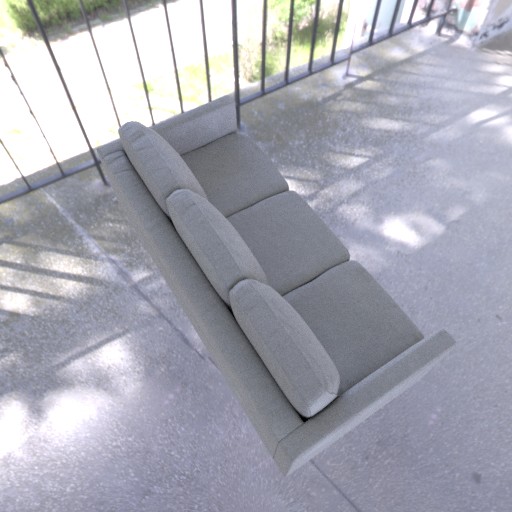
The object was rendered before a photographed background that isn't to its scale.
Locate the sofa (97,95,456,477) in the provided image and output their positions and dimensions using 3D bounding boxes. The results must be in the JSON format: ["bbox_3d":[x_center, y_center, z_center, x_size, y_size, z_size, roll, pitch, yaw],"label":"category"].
[{"bbox_3d":[0.000,0.000,2.472,0.944,0.918,1.983,-28,62,-17],"label":"sofa"}]
